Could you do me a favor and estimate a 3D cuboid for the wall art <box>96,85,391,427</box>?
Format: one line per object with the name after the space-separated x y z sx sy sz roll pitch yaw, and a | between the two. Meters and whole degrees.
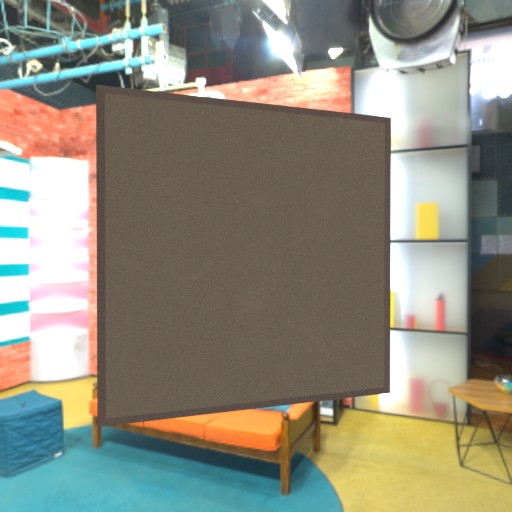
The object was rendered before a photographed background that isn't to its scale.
0.000 0.000 0.753 0.508 0.506 0.038 0 1 -18 | wall art
